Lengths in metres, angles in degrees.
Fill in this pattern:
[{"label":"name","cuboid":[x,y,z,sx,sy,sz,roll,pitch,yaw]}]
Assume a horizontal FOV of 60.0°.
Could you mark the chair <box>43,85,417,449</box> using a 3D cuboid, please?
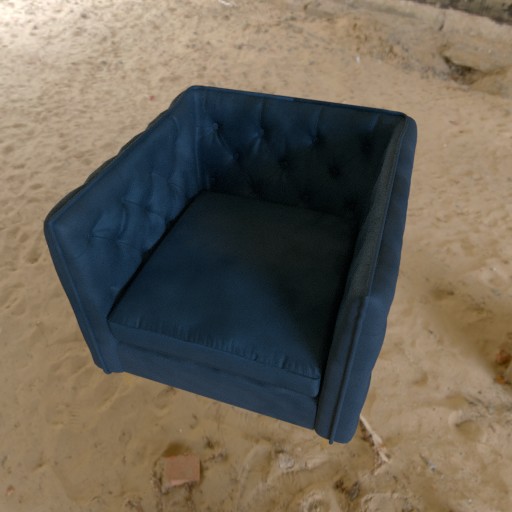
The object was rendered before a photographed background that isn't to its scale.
[{"label":"chair","cuboid":[0.000,0.000,1.487,0.868,0.771,0.877,13,43,14]}]
